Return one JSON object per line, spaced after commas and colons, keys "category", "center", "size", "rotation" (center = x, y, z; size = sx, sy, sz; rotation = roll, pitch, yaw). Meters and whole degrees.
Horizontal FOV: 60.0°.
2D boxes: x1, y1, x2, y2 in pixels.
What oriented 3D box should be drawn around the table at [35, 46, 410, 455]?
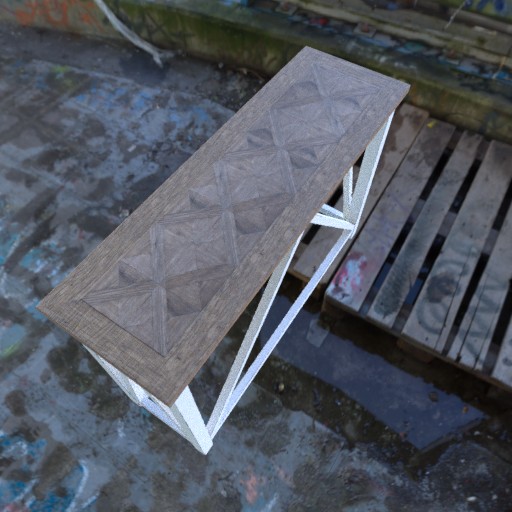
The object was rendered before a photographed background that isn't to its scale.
{"category": "table", "center": [0.000, 0.000, 1.792], "size": [0.450, 0.930, 1.400], "rotation": [29, 62, 17]}
